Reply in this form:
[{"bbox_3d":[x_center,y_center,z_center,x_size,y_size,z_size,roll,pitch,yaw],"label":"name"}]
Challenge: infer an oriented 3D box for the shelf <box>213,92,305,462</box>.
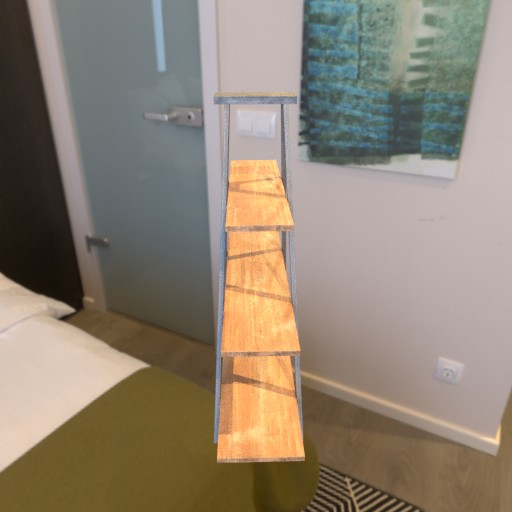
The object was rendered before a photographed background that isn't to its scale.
[{"bbox_3d":[0.000,0.000,2.623,0.508,1.808,1.746,-1,26,-1],"label":"shelf"}]
